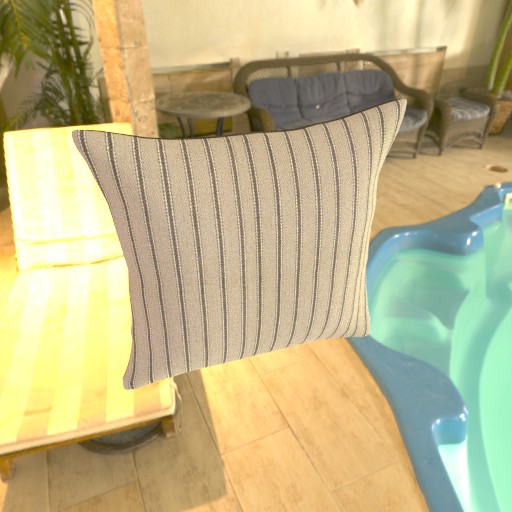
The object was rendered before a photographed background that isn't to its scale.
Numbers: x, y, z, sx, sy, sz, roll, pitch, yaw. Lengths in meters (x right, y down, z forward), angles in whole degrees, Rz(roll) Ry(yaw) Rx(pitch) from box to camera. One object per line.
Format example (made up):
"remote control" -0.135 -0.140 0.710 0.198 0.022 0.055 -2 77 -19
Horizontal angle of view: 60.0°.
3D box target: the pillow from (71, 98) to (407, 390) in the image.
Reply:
"pillow" 0.000 0.000 0.695 0.468 0.444 0.138 -10 33 -15
